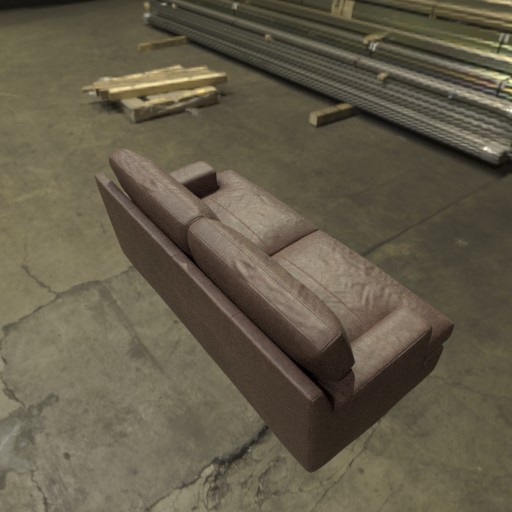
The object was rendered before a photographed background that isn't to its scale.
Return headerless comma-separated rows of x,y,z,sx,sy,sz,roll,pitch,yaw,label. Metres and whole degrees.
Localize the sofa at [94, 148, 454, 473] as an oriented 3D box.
0.000,0.000,2.803,1.143,0.941,2.261,-26,47,-28,sofa
